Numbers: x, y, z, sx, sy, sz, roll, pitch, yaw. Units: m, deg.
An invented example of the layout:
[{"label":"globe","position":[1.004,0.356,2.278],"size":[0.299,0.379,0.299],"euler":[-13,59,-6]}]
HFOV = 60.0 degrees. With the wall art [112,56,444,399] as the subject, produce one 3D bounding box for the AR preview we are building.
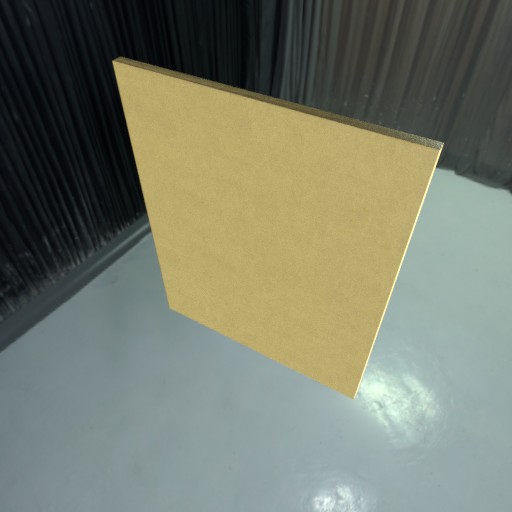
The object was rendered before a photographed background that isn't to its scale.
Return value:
[{"label":"wall art","position":[0.000,0.000,1.324],"size":[0.798,1.002,0.030],"euler":[22,50,20]}]
